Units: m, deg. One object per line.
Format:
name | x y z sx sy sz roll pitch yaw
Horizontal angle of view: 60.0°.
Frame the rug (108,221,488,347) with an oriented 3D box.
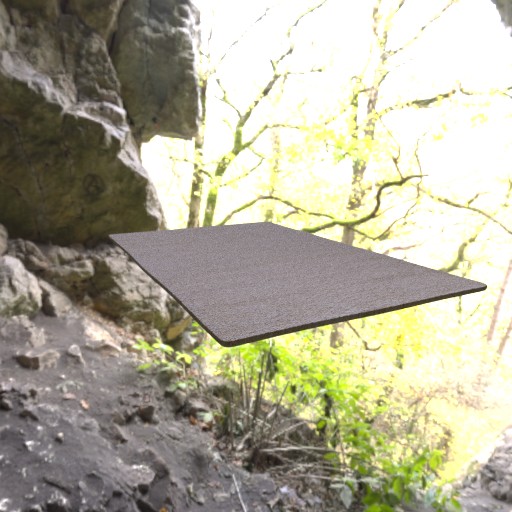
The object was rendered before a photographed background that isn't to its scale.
rug | 0.000 0.000 2.945 1.500 0.026 2.349 -7 15 -27
